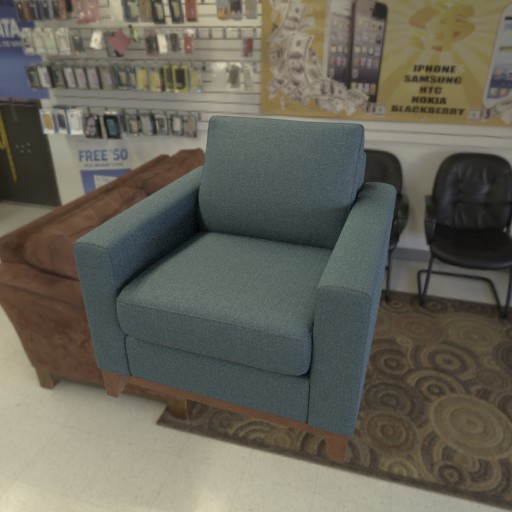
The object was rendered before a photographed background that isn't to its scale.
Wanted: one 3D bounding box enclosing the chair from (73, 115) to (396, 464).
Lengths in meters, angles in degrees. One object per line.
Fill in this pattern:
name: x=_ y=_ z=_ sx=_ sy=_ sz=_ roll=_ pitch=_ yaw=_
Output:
chair: x=0.000 y=0.000 z=1.857 sx=1.024 sy=1.010 sz=1.038 roll=9 pitch=29 yaw=17
